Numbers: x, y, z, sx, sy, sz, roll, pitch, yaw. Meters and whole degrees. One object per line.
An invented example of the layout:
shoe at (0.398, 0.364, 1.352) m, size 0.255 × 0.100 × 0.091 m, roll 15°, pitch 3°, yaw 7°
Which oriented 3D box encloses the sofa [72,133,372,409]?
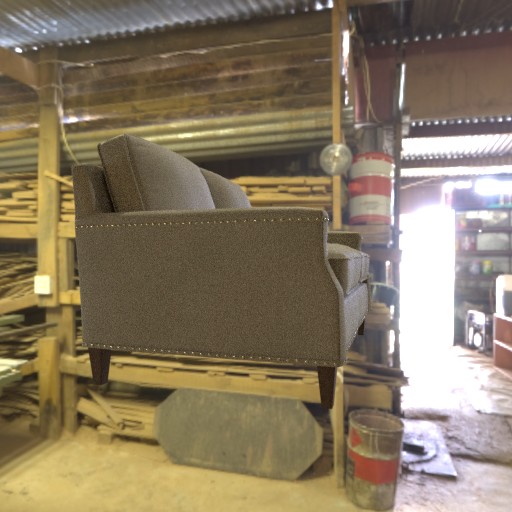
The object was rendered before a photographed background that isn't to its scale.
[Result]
sofa at (0.000, 0.000, 2.293) m, size 1.084 × 1.003 × 1.597 m, roll 0°, pitch 0°, yaw 18°
